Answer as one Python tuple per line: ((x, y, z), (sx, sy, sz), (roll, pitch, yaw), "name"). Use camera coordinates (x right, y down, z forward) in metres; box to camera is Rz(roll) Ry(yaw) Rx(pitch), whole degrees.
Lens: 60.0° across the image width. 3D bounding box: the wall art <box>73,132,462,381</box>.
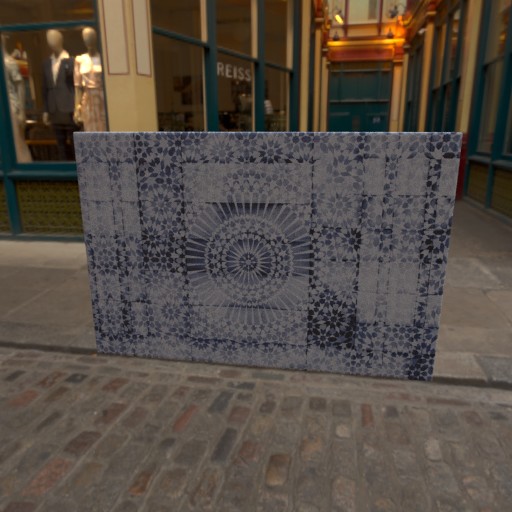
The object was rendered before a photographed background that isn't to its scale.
((0.000, 0.000, 0.755), (0.608, 0.406, 0.030), (3, 16, 9), "wall art")
